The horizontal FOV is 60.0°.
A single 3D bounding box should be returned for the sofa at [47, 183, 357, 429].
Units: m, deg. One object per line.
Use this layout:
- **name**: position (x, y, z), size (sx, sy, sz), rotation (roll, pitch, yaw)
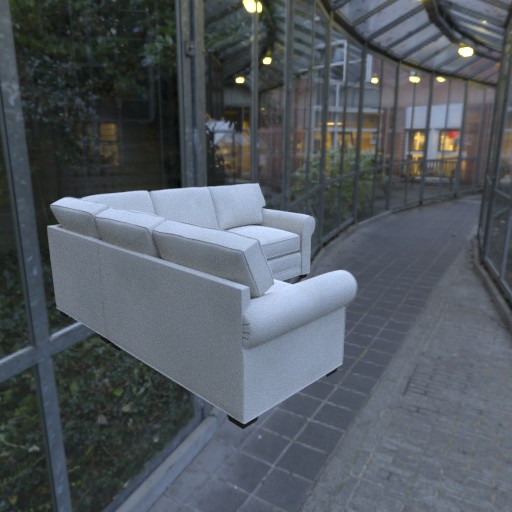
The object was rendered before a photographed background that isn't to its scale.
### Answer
- **sofa**: position (0.000, 0.000, 3.875), size (2.487, 1.054, 2.569), rotation (14, 20, 42)
